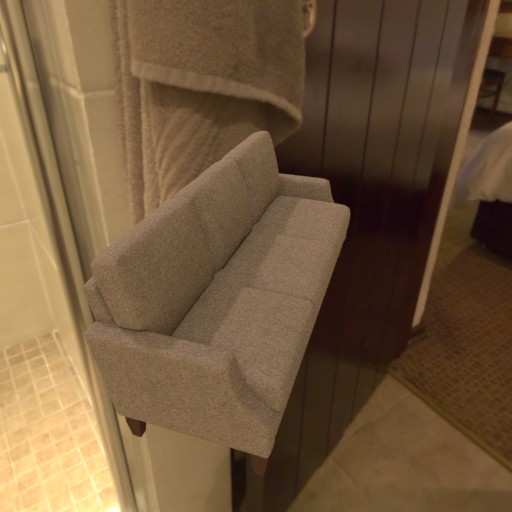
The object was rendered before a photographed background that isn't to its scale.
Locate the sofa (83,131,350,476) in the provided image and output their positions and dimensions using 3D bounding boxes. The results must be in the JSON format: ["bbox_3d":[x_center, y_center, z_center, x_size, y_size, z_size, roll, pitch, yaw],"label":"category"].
[{"bbox_3d":[0.000,0.000,2.662,0.888,0.984,2.115,10,32,16],"label":"sofa"}]
